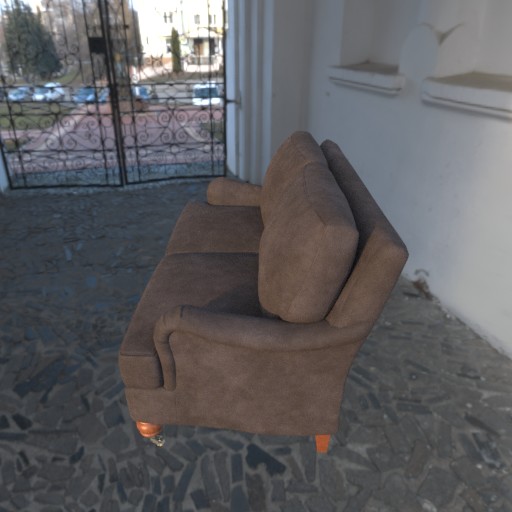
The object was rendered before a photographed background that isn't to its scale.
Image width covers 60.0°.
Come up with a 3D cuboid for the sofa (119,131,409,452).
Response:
[{"bbox_3d":[0.000,0.000,2.498,1.084,1.101,1.853,0,26,1],"label":"sofa"}]
